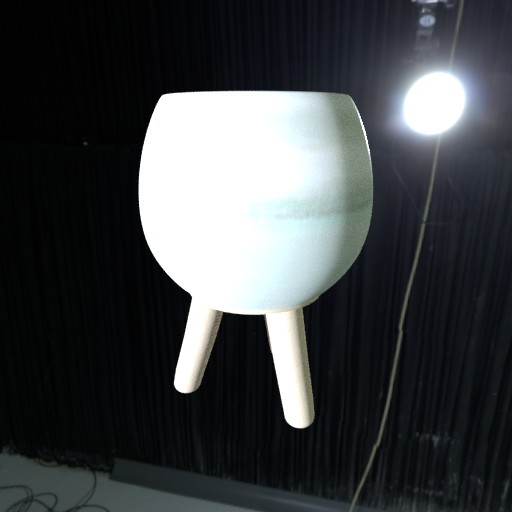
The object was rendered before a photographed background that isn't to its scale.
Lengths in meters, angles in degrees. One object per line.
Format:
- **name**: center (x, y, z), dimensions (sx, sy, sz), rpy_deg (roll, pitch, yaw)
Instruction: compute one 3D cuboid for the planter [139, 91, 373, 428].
- **planter**: center (0.000, 0.000, 0.329), dimensions (0.161, 0.224, 0.161), rpy_deg (0, 18, 0)
